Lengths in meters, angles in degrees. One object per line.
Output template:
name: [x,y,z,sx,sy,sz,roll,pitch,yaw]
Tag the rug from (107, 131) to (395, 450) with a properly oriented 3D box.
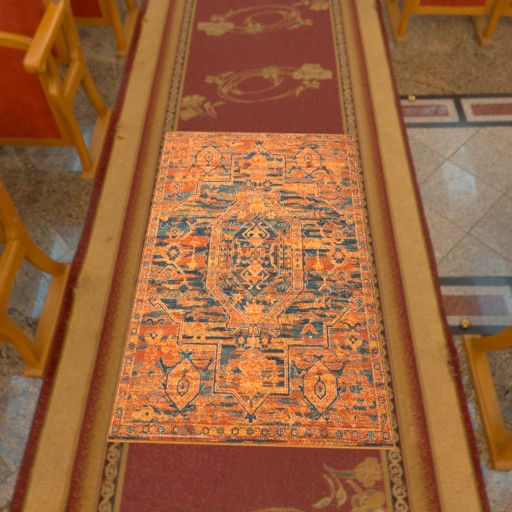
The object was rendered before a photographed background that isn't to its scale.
rug: [0.000,0.000,1.083,0.557,0.008,0.863,1,58,1]
